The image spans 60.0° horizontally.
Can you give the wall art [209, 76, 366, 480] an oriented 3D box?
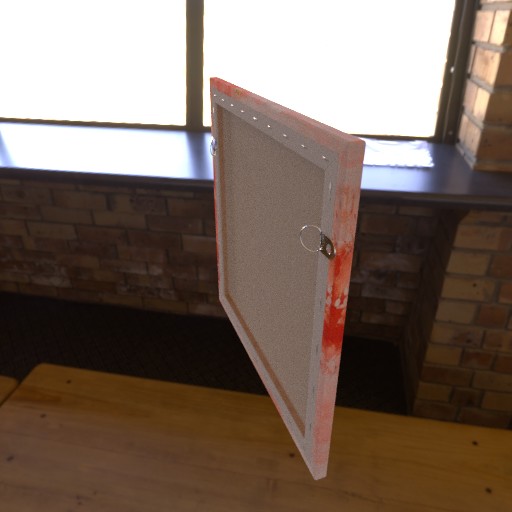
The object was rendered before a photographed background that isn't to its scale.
[{"bbox_3d":[0.000,0.000,1.295,0.066,0.878,0.878,-10,31,-18],"label":"wall art"}]
